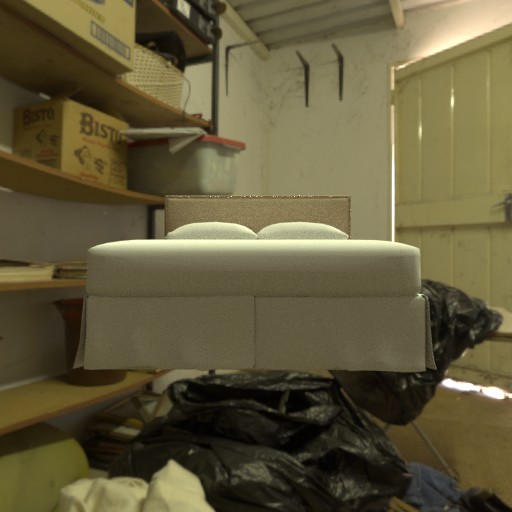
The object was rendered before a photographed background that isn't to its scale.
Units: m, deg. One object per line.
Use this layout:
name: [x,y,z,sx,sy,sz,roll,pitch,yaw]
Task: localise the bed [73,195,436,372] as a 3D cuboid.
bed: [0.000,0.000,2.865,1.616,1.016,1.876,0,0,1]
